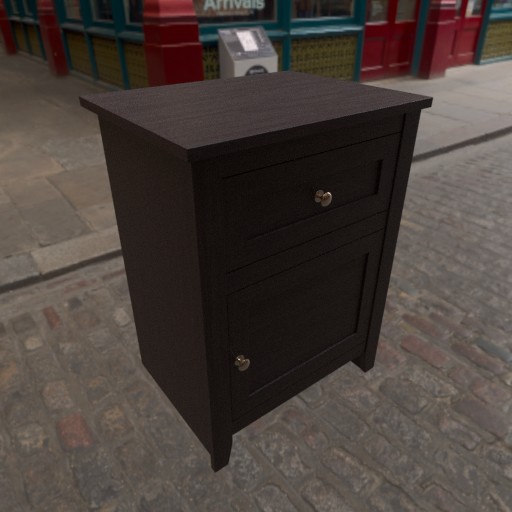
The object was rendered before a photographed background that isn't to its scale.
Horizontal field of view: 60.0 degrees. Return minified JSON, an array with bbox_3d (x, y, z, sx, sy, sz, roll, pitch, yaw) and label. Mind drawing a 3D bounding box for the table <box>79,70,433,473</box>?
[{"bbox_3d":[0.000,0.000,0.922,0.480,0.635,0.381,-21,37,-31],"label":"table"}]
